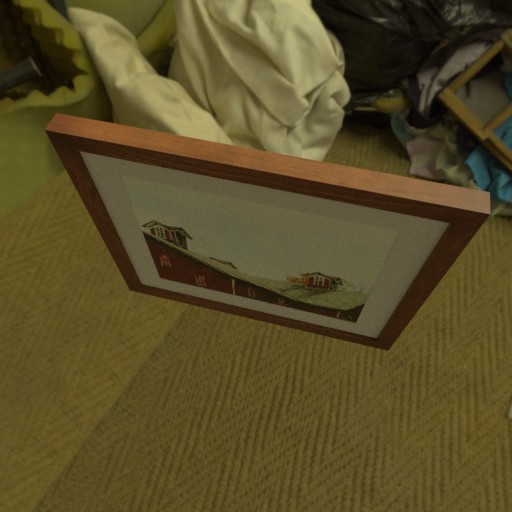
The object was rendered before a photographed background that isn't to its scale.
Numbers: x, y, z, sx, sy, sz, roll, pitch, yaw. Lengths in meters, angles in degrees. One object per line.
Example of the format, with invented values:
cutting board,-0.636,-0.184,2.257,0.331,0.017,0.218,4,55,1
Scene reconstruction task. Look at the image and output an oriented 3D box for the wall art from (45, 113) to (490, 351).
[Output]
wall art,0.000,0.000,0.743,0.558,0.457,0.033,12,59,7
